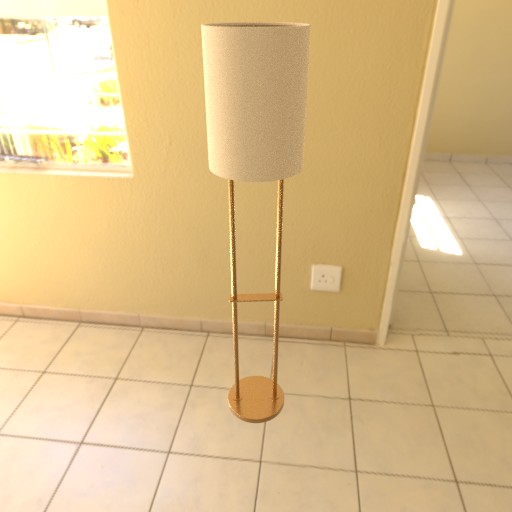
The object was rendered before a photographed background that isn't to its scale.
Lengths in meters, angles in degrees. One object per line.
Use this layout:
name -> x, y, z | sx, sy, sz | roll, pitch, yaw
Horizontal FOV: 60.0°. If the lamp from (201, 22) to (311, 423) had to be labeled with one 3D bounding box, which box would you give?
lamp -> 0.000, 0.000, 1.618 | 0.306, 1.500, 0.305 | -1, 30, -3
